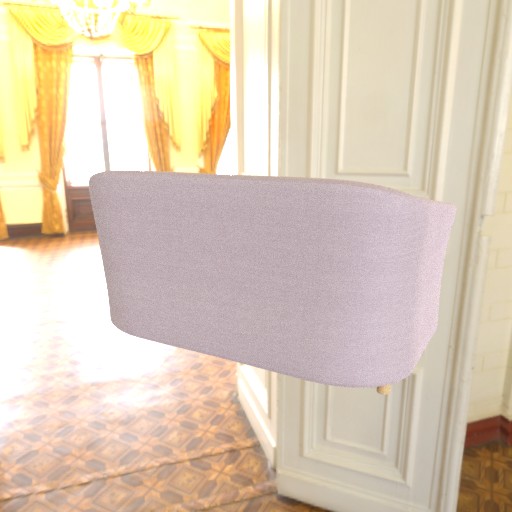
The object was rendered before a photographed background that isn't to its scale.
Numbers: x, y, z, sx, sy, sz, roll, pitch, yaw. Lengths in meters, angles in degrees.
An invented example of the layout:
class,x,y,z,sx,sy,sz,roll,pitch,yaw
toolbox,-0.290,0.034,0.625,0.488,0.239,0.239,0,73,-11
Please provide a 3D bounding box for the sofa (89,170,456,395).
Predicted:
class,x,y,z,sx,sy,sz,roll,pitch,yaw
sofa,0.000,0.000,1.847,1.452,0.721,0.705,7,17,26
